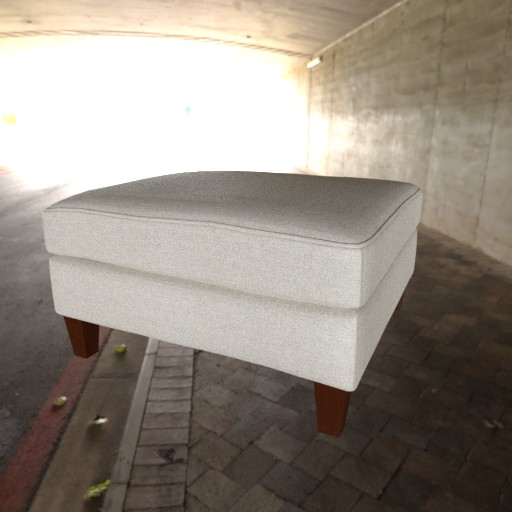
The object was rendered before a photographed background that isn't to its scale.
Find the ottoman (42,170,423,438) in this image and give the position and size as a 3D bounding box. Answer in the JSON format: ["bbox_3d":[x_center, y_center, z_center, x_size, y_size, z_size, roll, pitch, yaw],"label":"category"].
[{"bbox_3d":[0.000,0.000,1.336,0.838,0.478,0.838,8,19,25],"label":"ottoman"}]
